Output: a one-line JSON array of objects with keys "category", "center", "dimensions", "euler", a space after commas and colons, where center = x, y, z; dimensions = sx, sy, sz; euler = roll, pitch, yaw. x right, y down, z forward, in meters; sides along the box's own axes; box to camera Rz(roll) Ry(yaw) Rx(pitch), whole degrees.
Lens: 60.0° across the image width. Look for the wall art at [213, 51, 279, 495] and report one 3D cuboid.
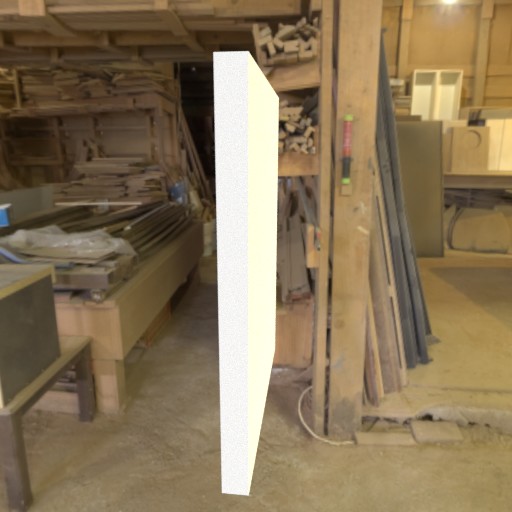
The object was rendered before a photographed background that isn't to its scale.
[{"category": "wall art", "center": [0.000, 0.000, 0.750], "dimensions": [0.039, 0.553, 0.451], "euler": [2, 14, 7]}]
